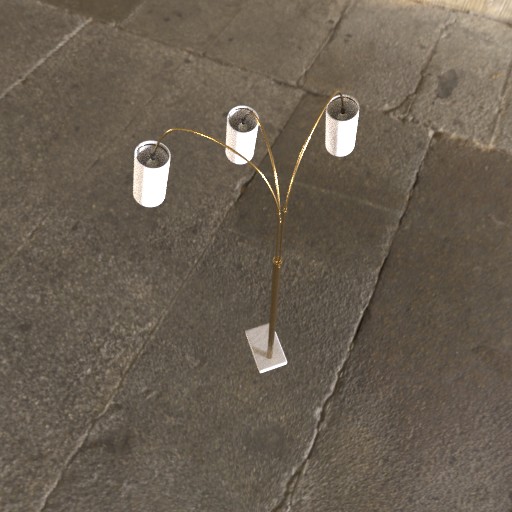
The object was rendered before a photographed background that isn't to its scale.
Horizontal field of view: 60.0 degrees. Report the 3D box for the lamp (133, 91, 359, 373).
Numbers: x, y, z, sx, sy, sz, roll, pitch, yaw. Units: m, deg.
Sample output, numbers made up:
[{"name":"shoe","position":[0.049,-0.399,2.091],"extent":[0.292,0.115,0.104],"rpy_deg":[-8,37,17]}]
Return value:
[{"name":"lamp","position":[0.000,0.000,2.419],"extent":[1.020,2.055,0.667],"rpy_deg":[-17,60,-10]}]
